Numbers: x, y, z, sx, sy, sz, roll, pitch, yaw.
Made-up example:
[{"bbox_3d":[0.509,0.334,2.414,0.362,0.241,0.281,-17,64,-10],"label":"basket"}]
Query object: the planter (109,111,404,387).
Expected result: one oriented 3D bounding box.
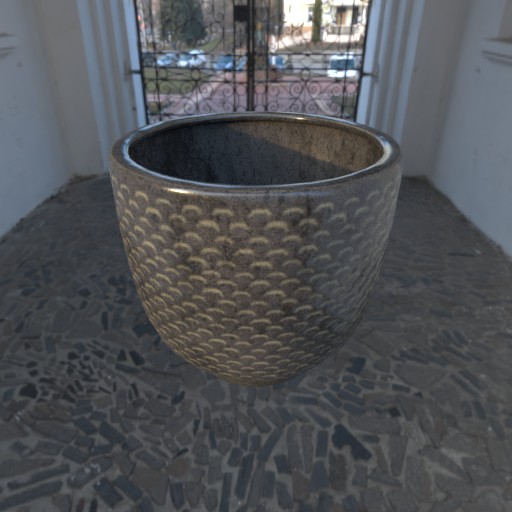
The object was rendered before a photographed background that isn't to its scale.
[{"bbox_3d":[0.000,0.000,0.305,0.172,0.160,0.172,0,30,0],"label":"planter"}]
